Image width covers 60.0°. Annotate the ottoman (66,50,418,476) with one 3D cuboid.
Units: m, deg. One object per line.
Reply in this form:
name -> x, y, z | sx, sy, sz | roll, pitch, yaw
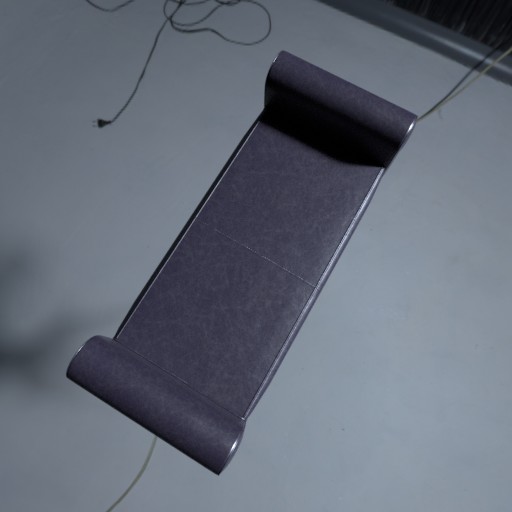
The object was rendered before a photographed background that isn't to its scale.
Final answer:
ottoman -> 0.000, 0.000, 1.565 | 0.521, 0.547, 1.256 | 29, 77, 8
